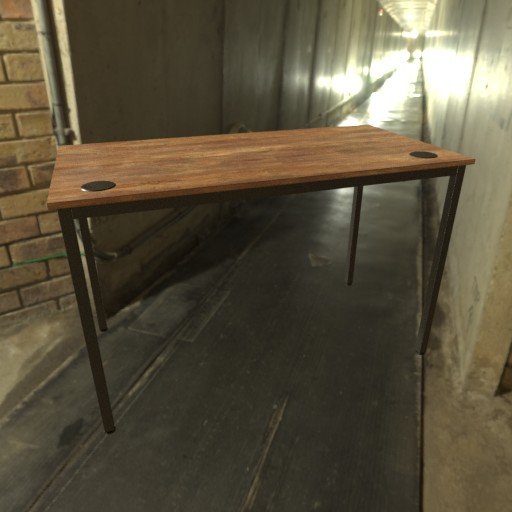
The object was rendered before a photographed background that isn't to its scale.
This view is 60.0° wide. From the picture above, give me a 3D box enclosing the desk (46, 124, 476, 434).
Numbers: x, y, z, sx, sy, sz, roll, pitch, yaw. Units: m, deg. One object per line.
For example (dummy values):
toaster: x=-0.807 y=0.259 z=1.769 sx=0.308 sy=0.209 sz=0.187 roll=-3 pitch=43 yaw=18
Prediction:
desk: x=0.000 y=0.000 z=1.585 sx=1.200 sy=0.749 sz=0.600 roll=-9 pitch=28 yaw=-17
